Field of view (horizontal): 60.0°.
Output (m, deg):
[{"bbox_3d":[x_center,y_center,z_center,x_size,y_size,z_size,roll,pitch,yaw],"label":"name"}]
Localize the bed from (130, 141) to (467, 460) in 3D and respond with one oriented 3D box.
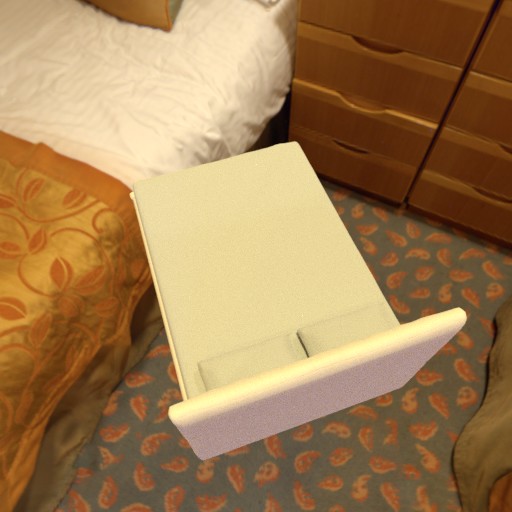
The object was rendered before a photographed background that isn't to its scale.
[{"bbox_3d":[0.000,0.000,3.463,1.698,1.427,2.387,-16,60,-10],"label":"bed"}]
